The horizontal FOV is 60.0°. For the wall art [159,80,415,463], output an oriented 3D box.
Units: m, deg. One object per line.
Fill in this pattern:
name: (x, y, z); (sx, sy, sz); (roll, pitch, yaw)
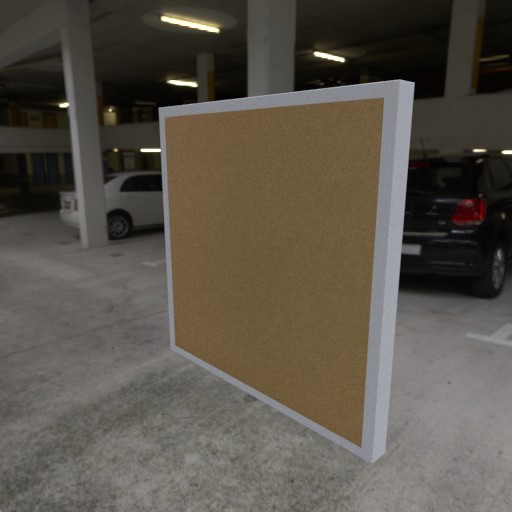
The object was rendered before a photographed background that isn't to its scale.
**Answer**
wall art: (0.000, 0.000, 0.753); (0.035, 0.507, 0.508); (-13, 19, -42)
